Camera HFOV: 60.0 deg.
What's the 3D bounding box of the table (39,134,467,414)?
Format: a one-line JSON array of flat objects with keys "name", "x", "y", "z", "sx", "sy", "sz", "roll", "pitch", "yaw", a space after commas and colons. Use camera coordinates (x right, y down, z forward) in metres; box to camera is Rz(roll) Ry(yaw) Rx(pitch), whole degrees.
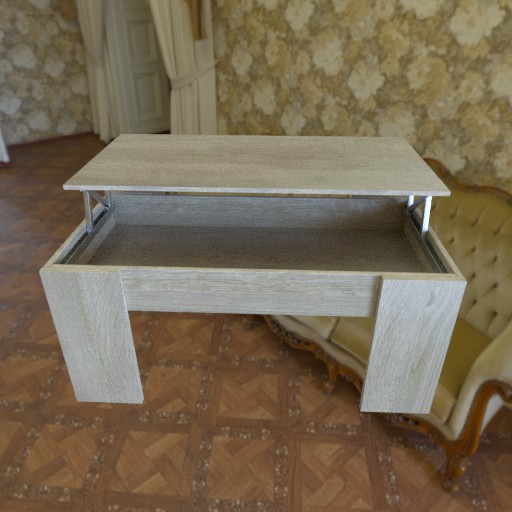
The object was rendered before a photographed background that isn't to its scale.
[{"name": "table", "x": 0.000, "y": 0.000, "z": 1.405, "sx": 1.000, "sy": 0.570, "sz": 0.711, "roll": 1, "pitch": 31, "yaw": 2}]
